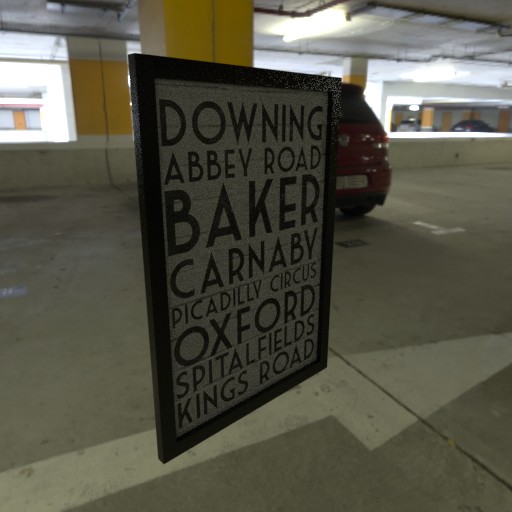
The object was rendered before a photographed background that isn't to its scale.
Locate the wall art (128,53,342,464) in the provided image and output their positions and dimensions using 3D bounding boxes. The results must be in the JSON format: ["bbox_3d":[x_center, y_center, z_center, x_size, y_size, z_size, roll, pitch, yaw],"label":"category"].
[{"bbox_3d":[0.000,0.000,0.550,0.304,0.432,0.013,-15,22,-42],"label":"wall art"}]
